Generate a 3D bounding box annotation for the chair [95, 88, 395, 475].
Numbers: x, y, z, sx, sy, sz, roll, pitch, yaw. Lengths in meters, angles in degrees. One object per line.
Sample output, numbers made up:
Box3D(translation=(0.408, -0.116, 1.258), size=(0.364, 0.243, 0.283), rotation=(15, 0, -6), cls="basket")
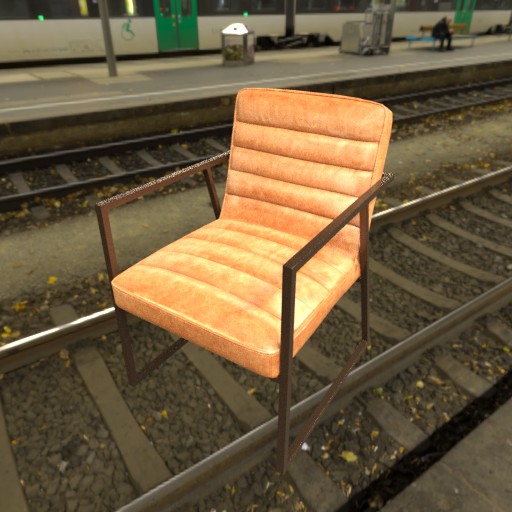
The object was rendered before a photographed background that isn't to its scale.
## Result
Box3D(translation=(0.000, 0.000, 1.292), size=(0.571, 0.832, 0.677), rotation=(18, 34, 29), cls="chair")
